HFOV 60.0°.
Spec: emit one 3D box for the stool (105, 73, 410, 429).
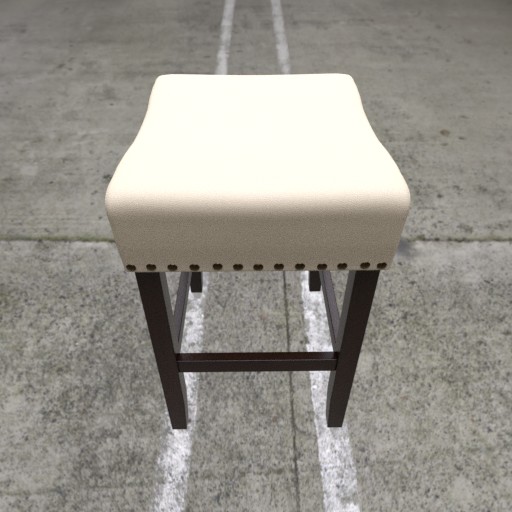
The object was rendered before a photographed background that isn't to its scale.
[{"bbox_3d":[0.000,0.000,0.928,0.401,0.609,0.471,0,41,-1],"label":"stool"}]
